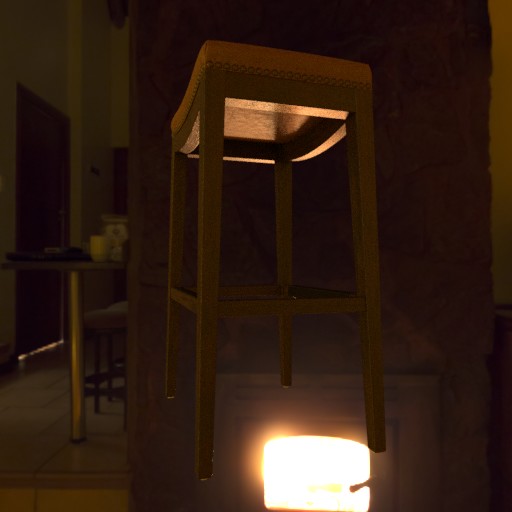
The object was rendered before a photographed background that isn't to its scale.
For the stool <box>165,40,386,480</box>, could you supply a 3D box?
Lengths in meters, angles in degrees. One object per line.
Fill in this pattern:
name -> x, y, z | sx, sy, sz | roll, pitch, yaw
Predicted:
stool -> 0.000, 0.000, 1.031 | 0.361, 0.759, 0.500 | 0, -1, -18
